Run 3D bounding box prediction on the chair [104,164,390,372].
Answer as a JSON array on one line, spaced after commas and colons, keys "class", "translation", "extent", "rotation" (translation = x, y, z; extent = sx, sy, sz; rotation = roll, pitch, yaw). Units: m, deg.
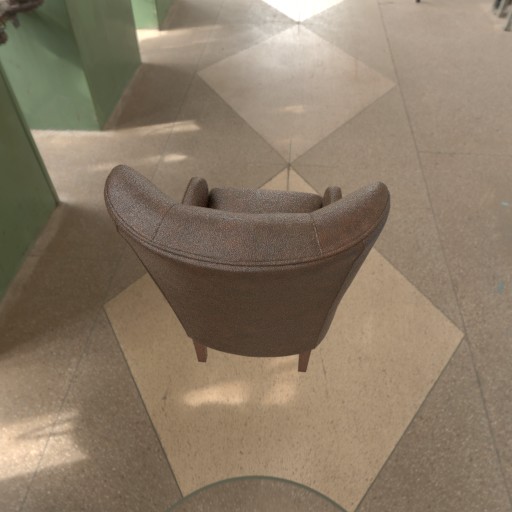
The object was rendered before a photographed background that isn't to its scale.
[{"class": "chair", "translation": [0.000, 0.000, 1.589], "extent": [0.692, 1.048, 0.914], "rotation": [5, 48, 4]}]
